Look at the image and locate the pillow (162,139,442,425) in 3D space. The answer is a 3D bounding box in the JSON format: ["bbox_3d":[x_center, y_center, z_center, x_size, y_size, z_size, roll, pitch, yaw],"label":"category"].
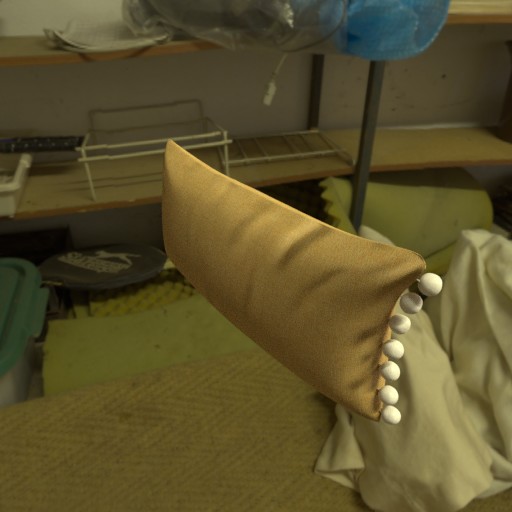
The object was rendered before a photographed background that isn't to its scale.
[{"bbox_3d":[0.000,0.000,0.843,0.201,0.322,0.709,-22,38,-31],"label":"pillow"}]
